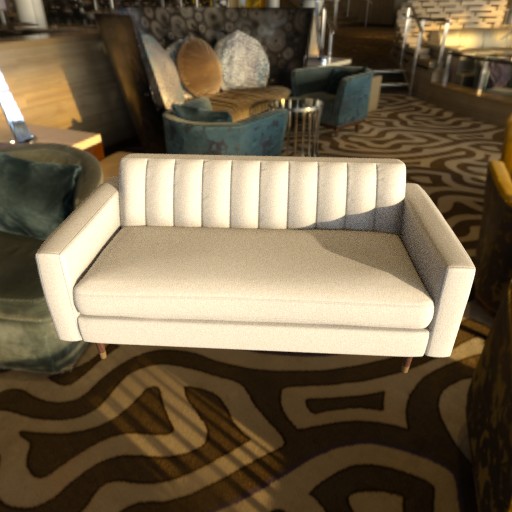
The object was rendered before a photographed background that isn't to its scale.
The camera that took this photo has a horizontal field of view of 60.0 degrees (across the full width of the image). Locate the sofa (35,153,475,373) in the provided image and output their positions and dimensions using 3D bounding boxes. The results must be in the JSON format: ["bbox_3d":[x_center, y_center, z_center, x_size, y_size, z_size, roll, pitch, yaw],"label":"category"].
[{"bbox_3d":[0.000,0.000,2.370,1.895,0.814,0.969,2,31,3],"label":"sofa"}]
